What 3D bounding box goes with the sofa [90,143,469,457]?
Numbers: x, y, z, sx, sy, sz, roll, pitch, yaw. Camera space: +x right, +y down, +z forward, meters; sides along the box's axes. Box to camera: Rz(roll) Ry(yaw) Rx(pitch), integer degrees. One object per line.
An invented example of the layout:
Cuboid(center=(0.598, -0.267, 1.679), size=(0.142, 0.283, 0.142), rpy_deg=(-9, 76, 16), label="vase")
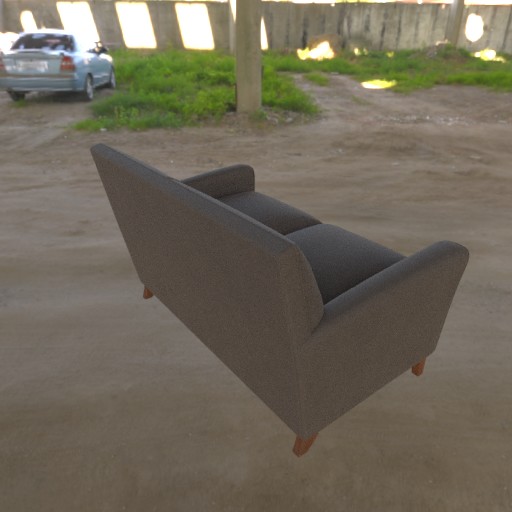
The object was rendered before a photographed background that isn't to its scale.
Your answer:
Cuboid(center=(0.000, 0.000, 1.933), size=(0.871, 0.846, 1.420), rpy_deg=(-19, 33, -32), label="sofa")
